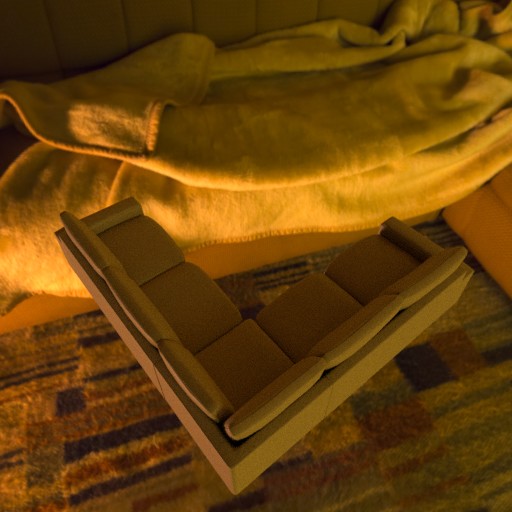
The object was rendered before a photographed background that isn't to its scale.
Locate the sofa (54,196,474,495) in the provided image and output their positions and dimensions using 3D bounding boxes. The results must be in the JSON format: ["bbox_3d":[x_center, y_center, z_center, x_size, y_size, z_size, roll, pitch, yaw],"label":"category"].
[{"bbox_3d":[0.000,0.000,4.015,2.622,0.800,2.742,-31,55,-25],"label":"sofa"}]
